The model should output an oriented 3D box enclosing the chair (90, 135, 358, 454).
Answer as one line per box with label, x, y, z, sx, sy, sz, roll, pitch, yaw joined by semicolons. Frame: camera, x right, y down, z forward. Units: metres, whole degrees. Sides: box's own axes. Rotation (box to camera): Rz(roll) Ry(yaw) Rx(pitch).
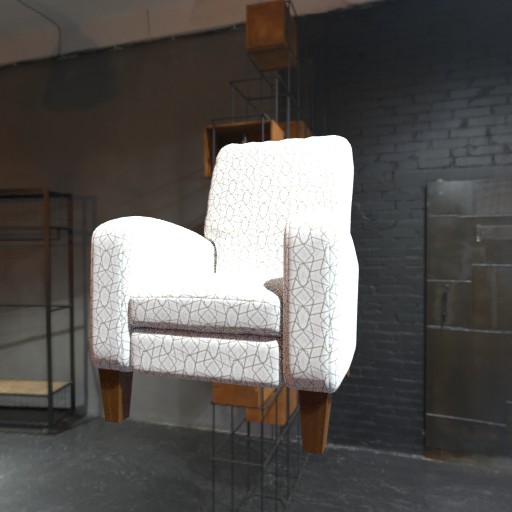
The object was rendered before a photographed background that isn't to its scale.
chair;0.000;0.000;1.742;0.796;1.064;0.995;0;1;20
